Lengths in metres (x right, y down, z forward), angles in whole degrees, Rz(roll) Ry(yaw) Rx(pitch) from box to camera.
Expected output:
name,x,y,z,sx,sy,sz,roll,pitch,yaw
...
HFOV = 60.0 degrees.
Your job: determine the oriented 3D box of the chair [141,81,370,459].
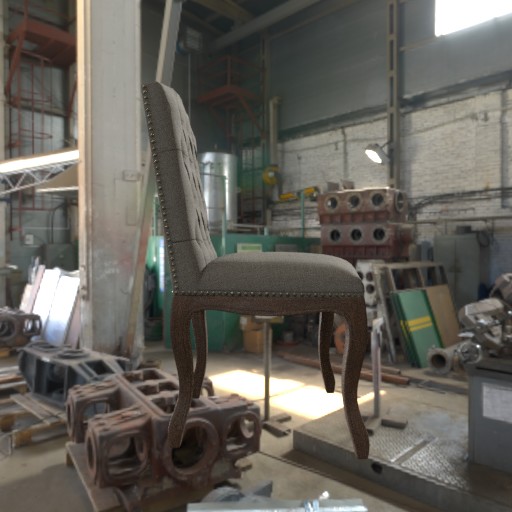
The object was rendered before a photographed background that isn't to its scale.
name,x,y,z,sx,sy,sz,roll,pitch,yaw
chair,0.000,0.000,1.616,0.731,1.191,0.637,0,1,0
